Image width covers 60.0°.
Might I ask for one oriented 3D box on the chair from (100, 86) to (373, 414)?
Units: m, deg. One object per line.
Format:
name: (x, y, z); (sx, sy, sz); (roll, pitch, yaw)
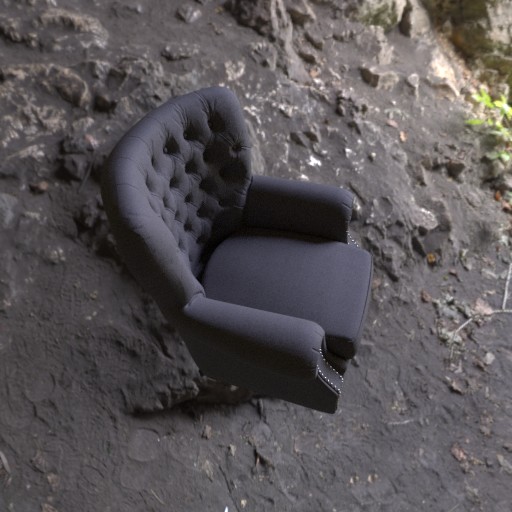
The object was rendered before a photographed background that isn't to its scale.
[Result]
chair: (0.000, 0.000, 1.834); (0.983, 1.046, 0.983); (12, 48, 11)
